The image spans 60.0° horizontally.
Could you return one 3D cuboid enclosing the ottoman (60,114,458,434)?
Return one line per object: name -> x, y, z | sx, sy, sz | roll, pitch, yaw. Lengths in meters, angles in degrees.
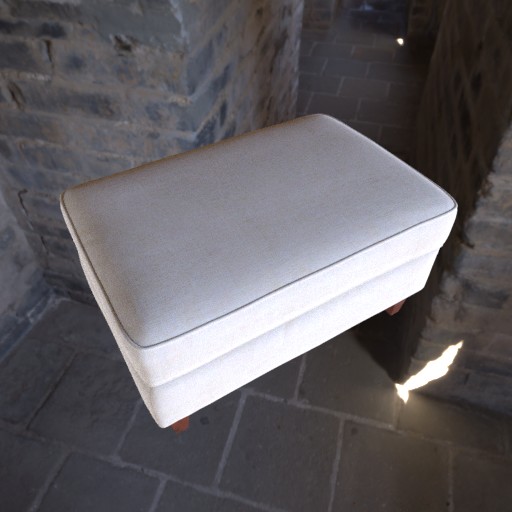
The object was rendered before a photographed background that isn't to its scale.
ottoman -> 0.000, 0.000, 1.243 | 0.862, 0.484, 0.583 | -23, 50, -21
